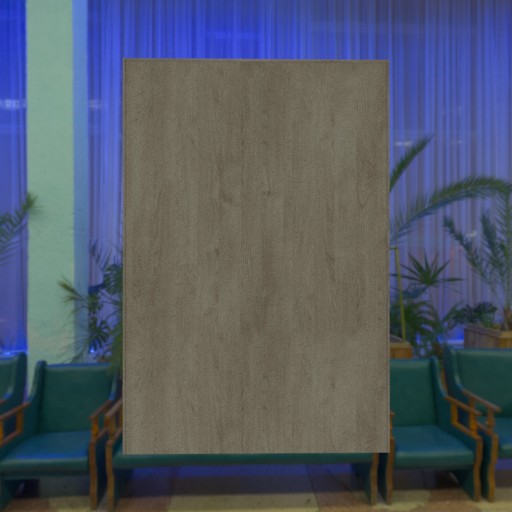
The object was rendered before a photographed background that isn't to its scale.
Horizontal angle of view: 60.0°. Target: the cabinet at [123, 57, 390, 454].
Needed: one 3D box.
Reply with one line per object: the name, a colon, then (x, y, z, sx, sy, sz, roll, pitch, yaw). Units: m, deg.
cabinet: (0.000, 0.000, 2.399, 1.290, 1.910, 0.510, 0, 0, -1)
